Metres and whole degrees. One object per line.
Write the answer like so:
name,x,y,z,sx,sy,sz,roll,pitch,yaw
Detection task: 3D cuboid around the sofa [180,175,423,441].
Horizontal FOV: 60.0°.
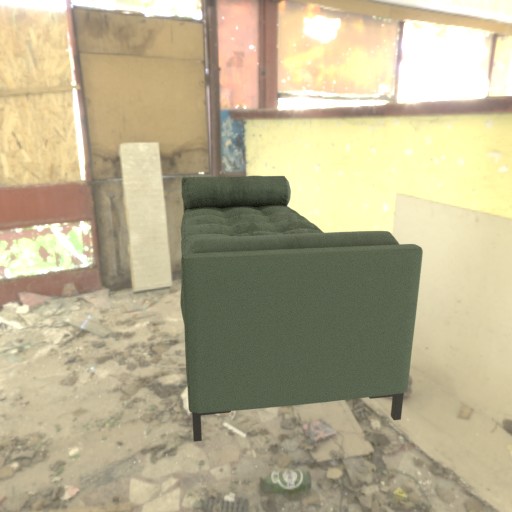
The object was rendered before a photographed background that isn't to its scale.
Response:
sofa,0.000,0.000,2.439,0.817,0.681,2.130,-3,17,-9
